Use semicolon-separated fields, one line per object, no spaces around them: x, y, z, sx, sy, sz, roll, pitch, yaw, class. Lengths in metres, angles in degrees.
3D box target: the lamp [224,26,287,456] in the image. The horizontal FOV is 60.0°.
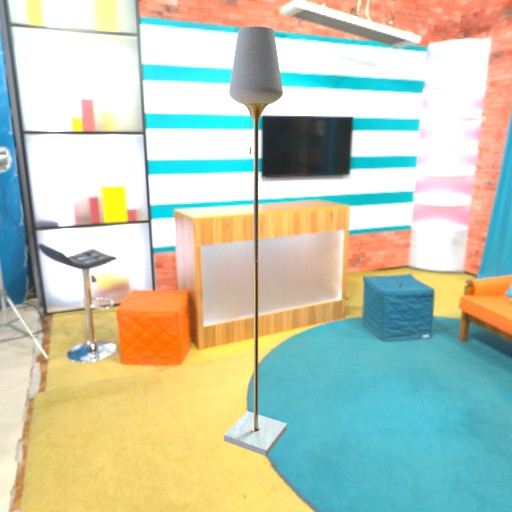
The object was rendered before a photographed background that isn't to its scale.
0.000;0.000;1.953;0.232;1.813;0.229;8;16;27;lamp
